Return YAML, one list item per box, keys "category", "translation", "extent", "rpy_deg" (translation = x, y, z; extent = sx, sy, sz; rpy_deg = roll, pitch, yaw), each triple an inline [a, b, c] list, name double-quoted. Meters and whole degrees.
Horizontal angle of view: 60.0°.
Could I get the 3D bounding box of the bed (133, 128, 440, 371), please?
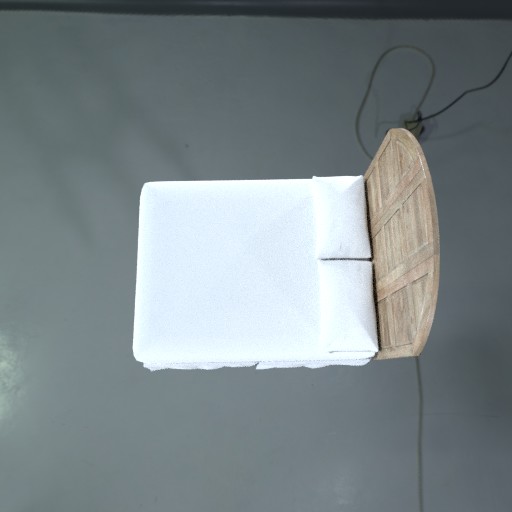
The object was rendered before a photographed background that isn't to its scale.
- category: "bed"
  translation: [0.000, 0.000, 3.483]
  extent: [2.112, 2.002, 1.713]
  rpy_deg: [-1, 75, 0]
